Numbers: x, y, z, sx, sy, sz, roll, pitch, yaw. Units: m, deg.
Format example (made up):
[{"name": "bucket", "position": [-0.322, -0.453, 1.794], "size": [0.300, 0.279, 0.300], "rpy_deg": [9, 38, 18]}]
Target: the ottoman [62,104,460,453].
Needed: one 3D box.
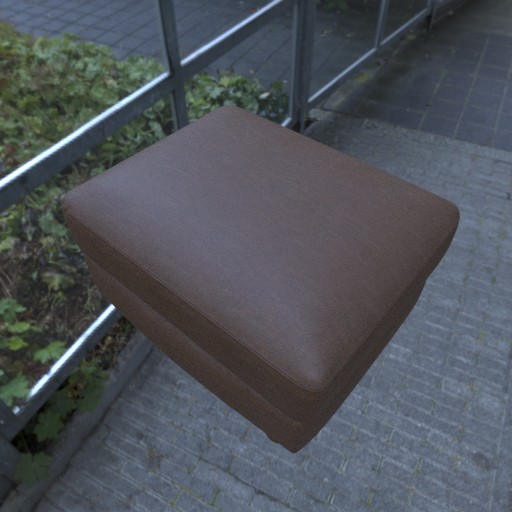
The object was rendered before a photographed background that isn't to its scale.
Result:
[{"name": "ottoman", "position": [0.000, 0.000, 1.174], "size": [0.787, 0.508, 0.635], "rpy_deg": [32, 55, 26]}]
